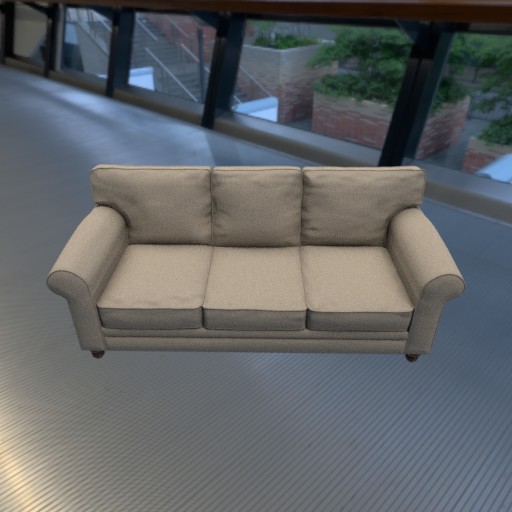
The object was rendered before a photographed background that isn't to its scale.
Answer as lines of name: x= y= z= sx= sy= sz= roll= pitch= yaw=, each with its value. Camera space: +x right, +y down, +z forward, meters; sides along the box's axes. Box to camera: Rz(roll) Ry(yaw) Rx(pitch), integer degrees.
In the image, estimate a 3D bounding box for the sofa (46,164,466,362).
sofa: x=0.000 y=0.000 z=2.668 sx=2.118 sy=0.889 sz=0.998 roll=1 pitch=32 yaw=1
